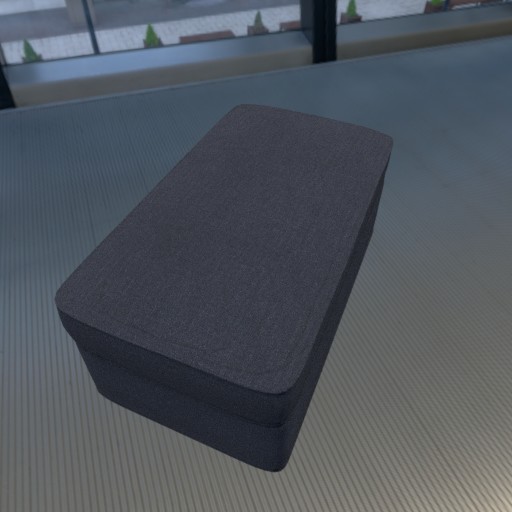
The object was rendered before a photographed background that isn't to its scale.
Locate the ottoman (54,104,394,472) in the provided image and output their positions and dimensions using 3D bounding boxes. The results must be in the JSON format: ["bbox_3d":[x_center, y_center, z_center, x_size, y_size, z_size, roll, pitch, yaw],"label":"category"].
[{"bbox_3d":[0.000,0.000,1.178,0.505,0.453,0.895,17,49,16],"label":"ottoman"}]
